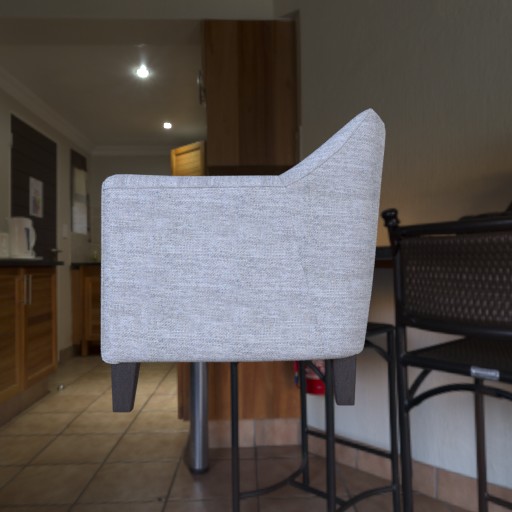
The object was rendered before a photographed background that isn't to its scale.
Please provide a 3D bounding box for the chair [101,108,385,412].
[{"bbox_3d":[0.000,0.000,1.441,0.758,0.761,0.796,0,0,1],"label":"chair"}]
